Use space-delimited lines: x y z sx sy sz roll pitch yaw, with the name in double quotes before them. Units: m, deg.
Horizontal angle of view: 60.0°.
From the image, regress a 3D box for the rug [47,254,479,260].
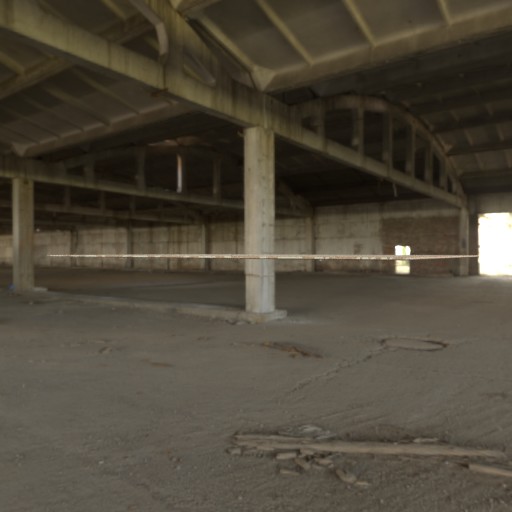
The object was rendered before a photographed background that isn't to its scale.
"rug" 0.000 0.000 2.937 2.435 0.011 1.526 0 1 36
